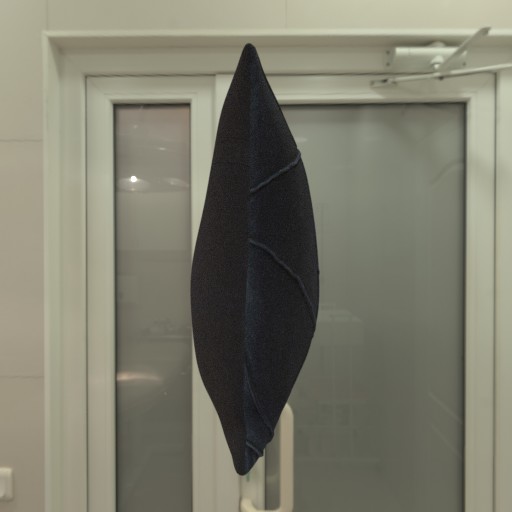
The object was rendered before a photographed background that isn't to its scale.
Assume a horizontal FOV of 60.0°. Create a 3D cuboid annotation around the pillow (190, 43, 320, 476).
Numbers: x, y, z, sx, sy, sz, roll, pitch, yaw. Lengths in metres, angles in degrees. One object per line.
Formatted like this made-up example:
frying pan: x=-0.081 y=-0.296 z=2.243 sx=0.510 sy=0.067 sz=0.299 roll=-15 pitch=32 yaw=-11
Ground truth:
pillow: x=0.000 y=0.000 z=0.659 sx=0.183 sy=0.440 sz=0.439 roll=0 pitch=1 yaw=1
